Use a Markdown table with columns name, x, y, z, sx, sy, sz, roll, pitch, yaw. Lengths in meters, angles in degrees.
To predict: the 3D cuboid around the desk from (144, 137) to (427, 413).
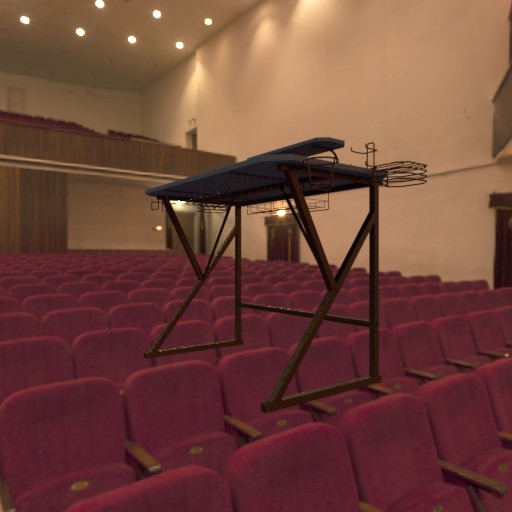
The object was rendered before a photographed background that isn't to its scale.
| name | x | y | z | sx | sy | sz | roll | pitch | yaw |
| --- | --- | --- | --- | --- | --- | --- | --- | --- | --- |
| desk | 0.000 | 0.000 | 1.808 | 0.594 | 0.909 | 1.295 | 0 | 0 | -37 |
